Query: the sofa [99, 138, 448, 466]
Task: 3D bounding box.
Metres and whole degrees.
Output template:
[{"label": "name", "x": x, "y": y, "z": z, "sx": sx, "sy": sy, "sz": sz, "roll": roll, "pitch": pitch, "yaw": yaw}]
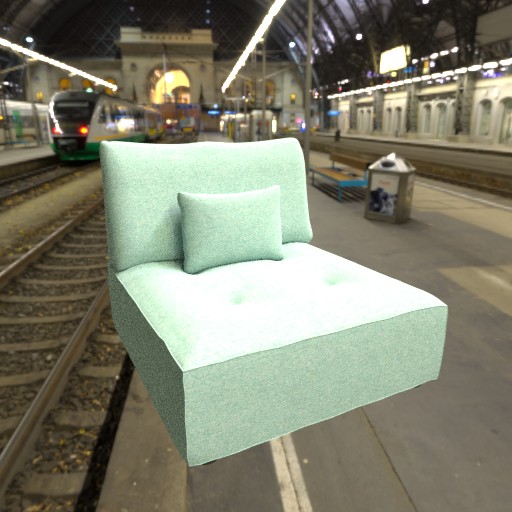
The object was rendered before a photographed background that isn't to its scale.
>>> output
[{"label": "sofa", "x": 0.000, "y": 0.000, "z": 1.657, "sx": 0.930, "sy": 0.820, "sz": 1.000, "roll": -9, "pitch": 19, "yaw": -27}]
